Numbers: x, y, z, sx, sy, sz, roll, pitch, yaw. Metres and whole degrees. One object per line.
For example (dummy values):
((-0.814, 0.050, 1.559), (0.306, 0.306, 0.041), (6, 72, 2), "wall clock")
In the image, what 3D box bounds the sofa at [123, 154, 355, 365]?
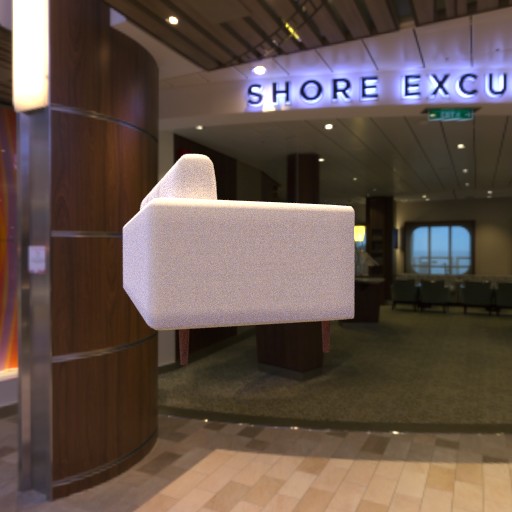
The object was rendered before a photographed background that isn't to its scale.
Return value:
((0.000, 0.000, 2.907), (1.580, 0.899, 2.029), (0, 1, -20), "sofa")
